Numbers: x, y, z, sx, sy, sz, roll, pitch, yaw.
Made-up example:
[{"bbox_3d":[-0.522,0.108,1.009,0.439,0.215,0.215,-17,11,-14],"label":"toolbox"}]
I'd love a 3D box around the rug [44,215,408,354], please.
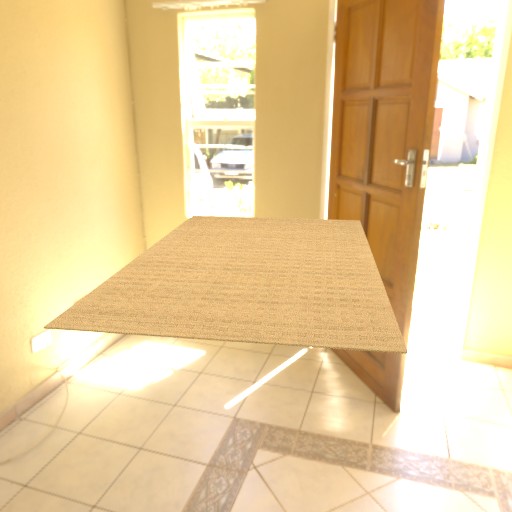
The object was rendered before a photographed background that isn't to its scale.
[{"bbox_3d":[0.000,0.000,2.189,1.142,0.006,1.752,2,17,8],"label":"rug"}]
